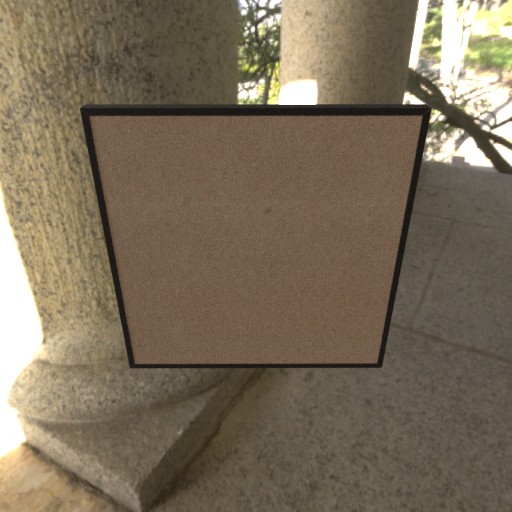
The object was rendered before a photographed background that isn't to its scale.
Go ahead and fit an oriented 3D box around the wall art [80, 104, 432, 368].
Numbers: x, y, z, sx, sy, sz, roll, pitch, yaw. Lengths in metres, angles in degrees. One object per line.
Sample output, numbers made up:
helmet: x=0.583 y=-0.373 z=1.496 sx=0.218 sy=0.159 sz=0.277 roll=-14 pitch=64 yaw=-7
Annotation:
wall art: x=0.000 y=0.000 z=1.165 sx=0.762 sy=0.762 sz=0.038 roll=0 pitch=30 yaw=0
